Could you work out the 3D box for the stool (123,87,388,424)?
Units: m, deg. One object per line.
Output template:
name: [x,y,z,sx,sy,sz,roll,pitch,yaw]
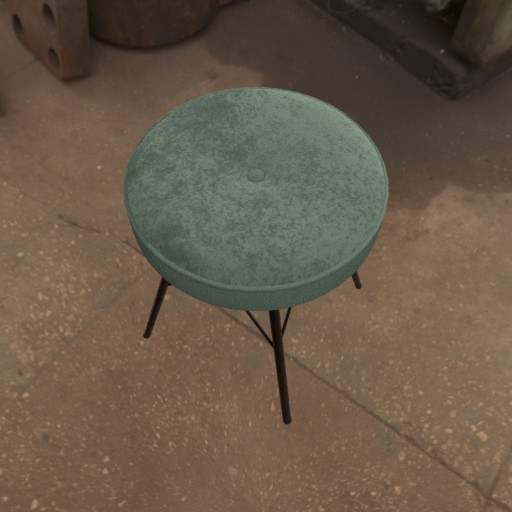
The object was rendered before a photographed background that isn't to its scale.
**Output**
stool: [0.000,0.000,0.890,0.458,0.519,0.457,35,65,19]
